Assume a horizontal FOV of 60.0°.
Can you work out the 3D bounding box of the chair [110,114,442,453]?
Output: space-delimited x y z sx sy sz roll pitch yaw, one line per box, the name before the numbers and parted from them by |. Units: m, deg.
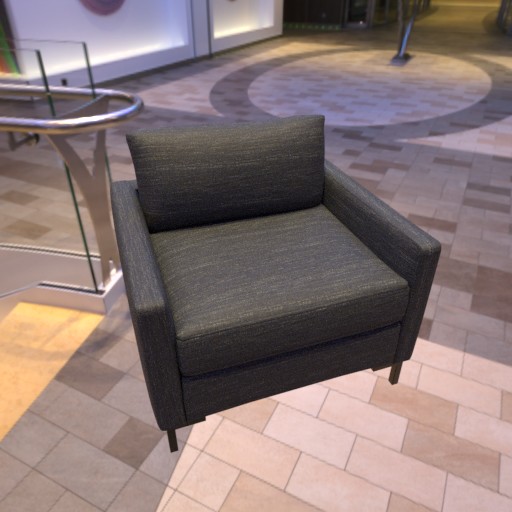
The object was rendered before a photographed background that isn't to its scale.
chair | 0.000 0.000 1.658 0.963 0.861 0.866 -11 34 -16
